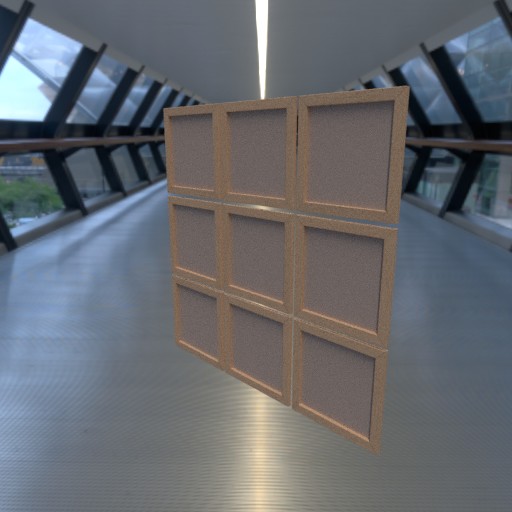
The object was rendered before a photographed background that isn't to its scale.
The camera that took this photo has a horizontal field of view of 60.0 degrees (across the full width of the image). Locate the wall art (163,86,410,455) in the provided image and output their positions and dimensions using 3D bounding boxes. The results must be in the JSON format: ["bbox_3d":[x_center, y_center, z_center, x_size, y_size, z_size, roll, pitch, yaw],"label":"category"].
[{"bbox_3d":[0.000,0.000,1.367,0.012,0.910,0.917,-14,20,-43],"label":"wall art"}]
